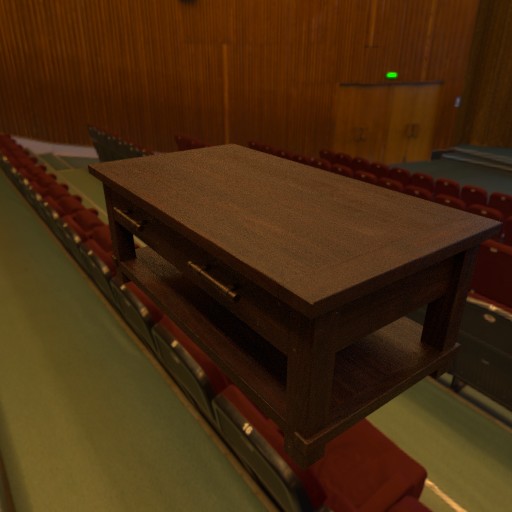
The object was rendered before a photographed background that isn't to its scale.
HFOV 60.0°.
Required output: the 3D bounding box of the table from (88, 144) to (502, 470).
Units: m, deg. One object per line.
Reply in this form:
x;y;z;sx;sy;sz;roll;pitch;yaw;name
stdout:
0.000;0.000;1.546;0.700;0.494;1.270;-18;31;-32;table
